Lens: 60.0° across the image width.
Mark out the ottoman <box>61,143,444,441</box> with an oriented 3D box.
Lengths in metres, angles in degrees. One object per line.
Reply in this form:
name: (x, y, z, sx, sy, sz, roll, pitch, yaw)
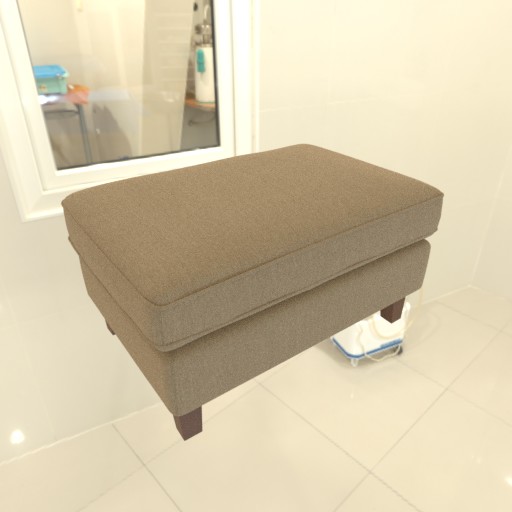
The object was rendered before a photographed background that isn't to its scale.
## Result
ottoman: (0.000, 0.000, 1.349, 0.945, 0.521, 0.636, -20, 35, -31)
